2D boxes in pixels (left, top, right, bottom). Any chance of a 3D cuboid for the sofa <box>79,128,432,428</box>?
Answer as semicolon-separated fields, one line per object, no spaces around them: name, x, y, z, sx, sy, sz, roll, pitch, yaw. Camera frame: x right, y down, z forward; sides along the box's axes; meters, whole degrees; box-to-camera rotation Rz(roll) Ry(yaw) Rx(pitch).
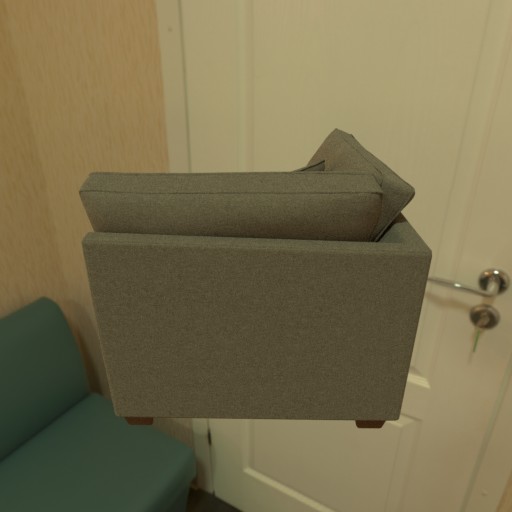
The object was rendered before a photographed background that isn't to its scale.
sofa;0.000;0.000;1.875;1.042;0.951;1.050;0;27;1
